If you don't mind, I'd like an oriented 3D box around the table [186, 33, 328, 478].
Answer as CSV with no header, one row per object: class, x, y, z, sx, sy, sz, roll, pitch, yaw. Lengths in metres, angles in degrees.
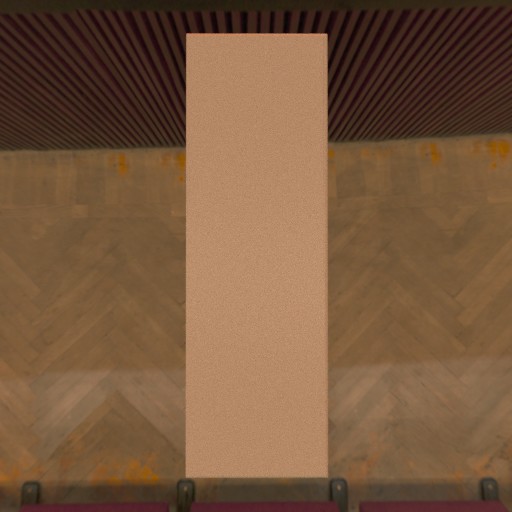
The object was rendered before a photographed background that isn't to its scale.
table,0.000,0.000,1.591,0.384,0.808,1.197,0,89,0
